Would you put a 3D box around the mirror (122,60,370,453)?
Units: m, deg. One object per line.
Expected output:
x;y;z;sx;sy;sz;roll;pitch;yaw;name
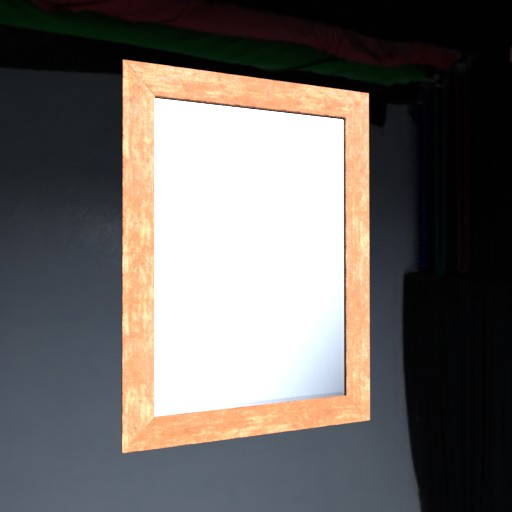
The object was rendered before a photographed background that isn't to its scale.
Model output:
0.000;0.000;1.373;0.796;1.099;0.028;0;-1;-19;mirror
